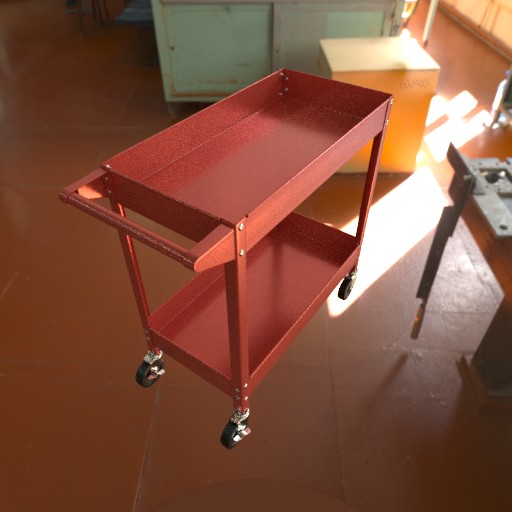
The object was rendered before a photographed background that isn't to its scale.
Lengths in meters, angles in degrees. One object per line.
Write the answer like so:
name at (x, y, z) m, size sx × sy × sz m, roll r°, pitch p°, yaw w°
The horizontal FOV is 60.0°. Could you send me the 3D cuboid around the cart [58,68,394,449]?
cart at (0.000, 0.000, 1.205) m, size 0.366 × 0.719 × 0.779 m, roll 25°, pitch 47°, yaw 26°
